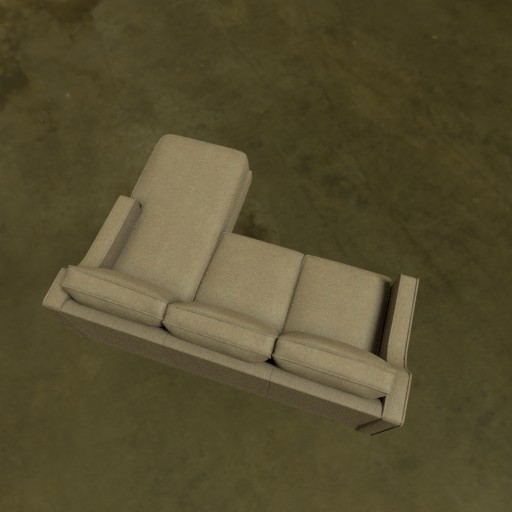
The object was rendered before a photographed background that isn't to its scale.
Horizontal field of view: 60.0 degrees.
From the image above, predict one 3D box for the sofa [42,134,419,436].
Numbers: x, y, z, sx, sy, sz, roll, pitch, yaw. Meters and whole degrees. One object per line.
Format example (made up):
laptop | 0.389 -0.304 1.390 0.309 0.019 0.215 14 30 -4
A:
sofa | 0.000 0.000 3.332 2.317 1.081 1.858 16 64 8
